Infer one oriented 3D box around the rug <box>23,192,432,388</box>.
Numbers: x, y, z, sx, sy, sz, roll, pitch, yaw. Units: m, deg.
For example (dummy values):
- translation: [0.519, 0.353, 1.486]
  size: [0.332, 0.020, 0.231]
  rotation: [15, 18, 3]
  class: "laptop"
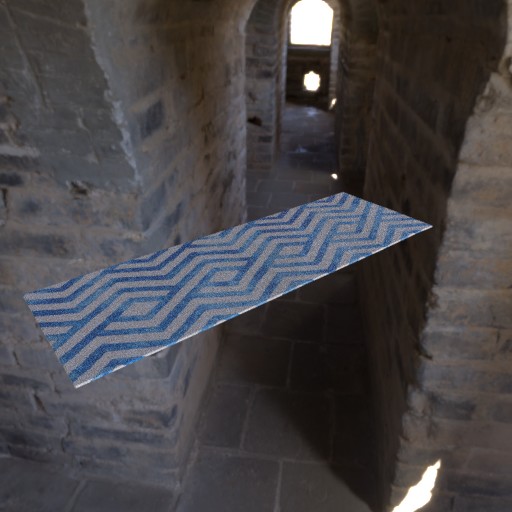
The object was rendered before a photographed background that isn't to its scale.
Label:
- translation: [0.000, 0.000, 1.639]
  size: [1.492, 0.007, 0.503]
  rotation: [-21, 35, -32]
  class: "rug"
